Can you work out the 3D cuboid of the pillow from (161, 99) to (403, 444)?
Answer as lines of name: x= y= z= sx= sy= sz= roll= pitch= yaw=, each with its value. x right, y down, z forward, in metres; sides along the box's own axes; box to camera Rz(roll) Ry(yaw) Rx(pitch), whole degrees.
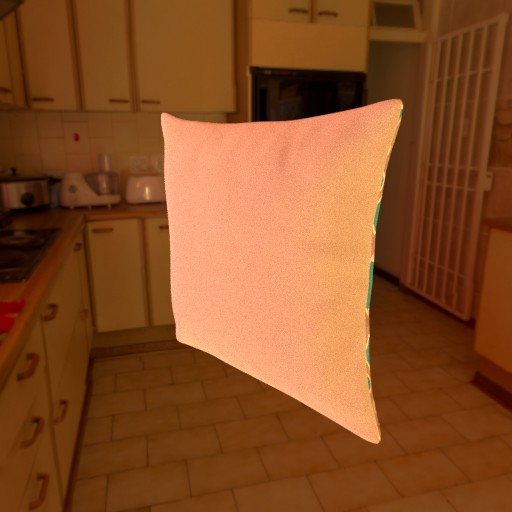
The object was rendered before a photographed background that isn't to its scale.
pillow: x=0.000 y=0.000 z=0.794 sx=0.526 sy=0.507 sz=0.166 roll=14 pitch=21 yaw=43
